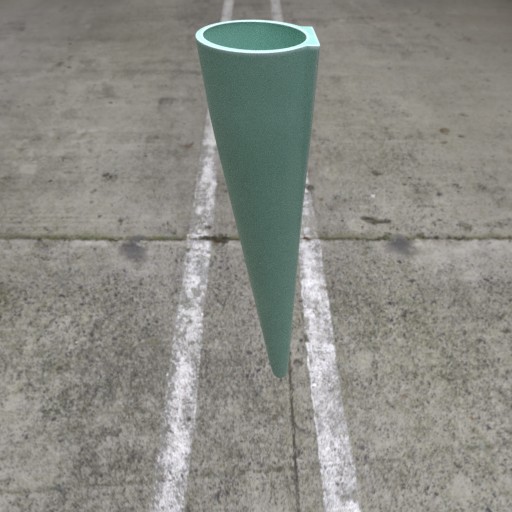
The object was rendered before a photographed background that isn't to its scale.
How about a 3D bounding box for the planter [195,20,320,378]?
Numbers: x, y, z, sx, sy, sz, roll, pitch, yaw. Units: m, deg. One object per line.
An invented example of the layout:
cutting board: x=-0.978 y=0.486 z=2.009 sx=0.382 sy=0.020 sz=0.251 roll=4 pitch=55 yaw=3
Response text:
planter: x=0.000 y=0.000 z=0.289 sx=0.055 sy=0.268 sz=0.054 roll=-1 pitch=41 yaw=-1
